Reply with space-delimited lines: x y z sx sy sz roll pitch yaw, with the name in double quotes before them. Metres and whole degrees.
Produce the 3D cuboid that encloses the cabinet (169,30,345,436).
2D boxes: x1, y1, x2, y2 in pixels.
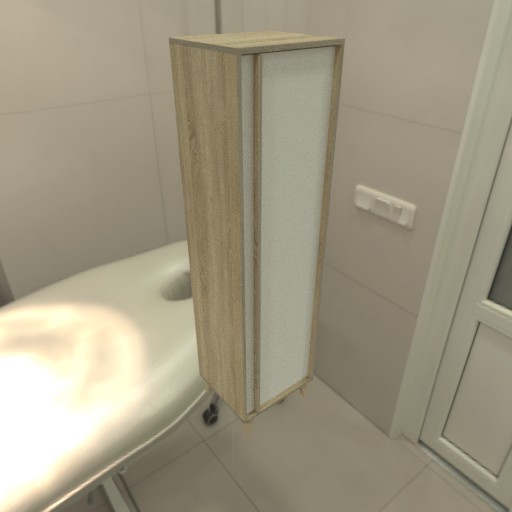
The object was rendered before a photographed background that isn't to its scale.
"cabinet" 0.000 0.000 2.212 0.510 1.960 0.450 -22 38 -32
